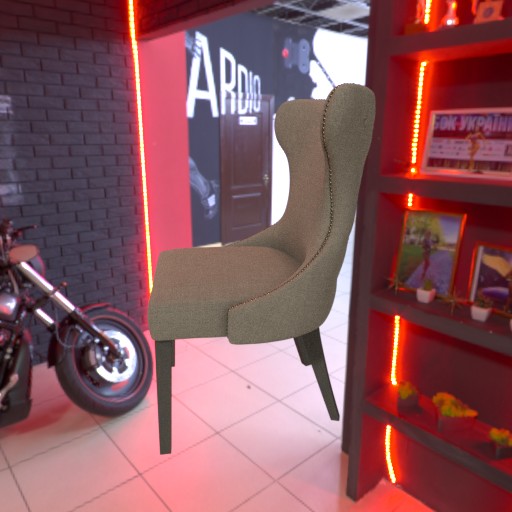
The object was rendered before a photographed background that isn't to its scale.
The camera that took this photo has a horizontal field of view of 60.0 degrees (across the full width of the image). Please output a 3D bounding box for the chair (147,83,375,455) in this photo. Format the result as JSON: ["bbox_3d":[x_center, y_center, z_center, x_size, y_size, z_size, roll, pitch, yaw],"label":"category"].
[{"bbox_3d":[0.000,0.000,1.380,0.635,0.967,0.628,-2,15,-9],"label":"chair"}]
